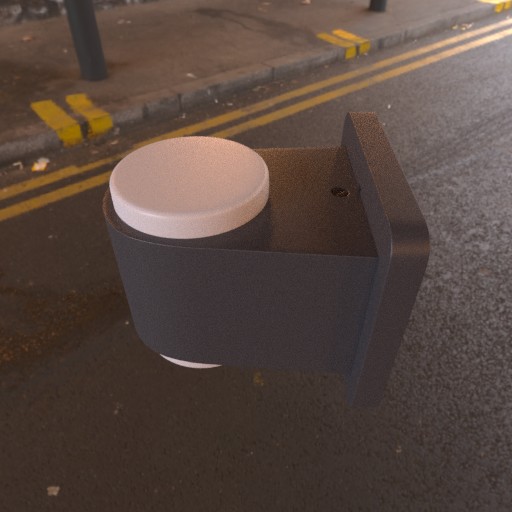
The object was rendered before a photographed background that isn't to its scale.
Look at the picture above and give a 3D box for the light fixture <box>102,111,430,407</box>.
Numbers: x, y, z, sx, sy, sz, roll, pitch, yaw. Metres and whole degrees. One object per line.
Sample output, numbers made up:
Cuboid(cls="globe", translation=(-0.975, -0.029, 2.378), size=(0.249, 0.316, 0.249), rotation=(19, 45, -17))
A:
Cuboid(cls="light fixture", translation=(0.000, 0.000, 0.218), size=(0.132, 0.109, 0.109), rotation=(0, 41, 0))
